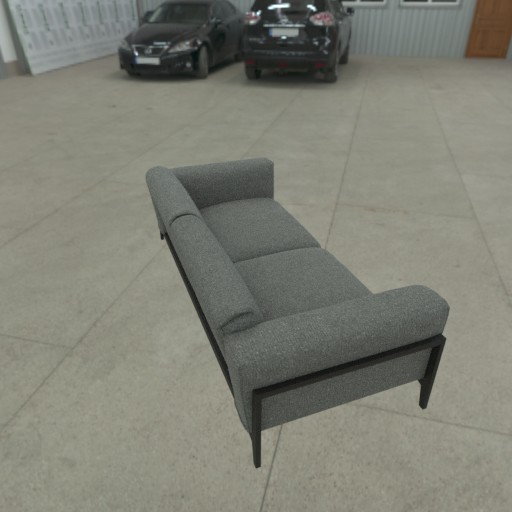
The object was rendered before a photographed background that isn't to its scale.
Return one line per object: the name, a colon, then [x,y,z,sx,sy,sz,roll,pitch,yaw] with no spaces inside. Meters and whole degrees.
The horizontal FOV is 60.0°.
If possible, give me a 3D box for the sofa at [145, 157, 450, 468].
sofa: [0.000,0.000,2.630,0.985,0.703,2.125,-11,33,-18]
